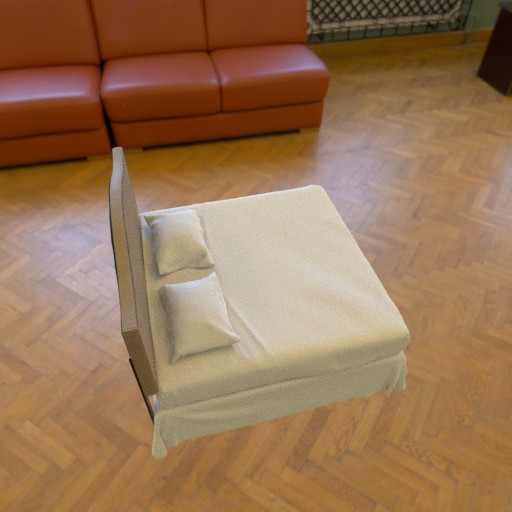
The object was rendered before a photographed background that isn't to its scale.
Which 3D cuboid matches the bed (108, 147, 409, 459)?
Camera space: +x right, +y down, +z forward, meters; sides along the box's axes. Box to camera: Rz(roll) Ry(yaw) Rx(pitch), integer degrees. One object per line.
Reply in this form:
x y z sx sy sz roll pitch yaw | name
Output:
0.000 0.000 3.782 2.222 1.651 2.311 -10 46 -10 | bed
